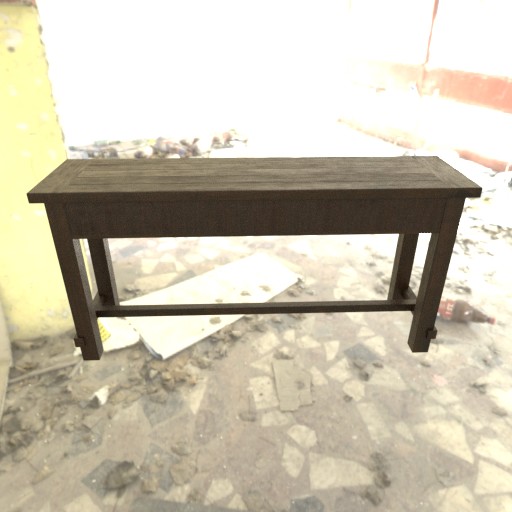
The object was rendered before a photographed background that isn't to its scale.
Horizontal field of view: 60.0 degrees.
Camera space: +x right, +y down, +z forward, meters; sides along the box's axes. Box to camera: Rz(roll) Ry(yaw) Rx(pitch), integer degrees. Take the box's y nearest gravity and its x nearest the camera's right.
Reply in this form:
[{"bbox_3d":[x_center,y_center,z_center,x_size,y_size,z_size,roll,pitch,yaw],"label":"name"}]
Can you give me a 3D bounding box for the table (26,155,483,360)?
[{"bbox_3d":[0.000,0.000,1.922,1.599,0.762,0.442,-1,29,-2],"label":"table"}]
